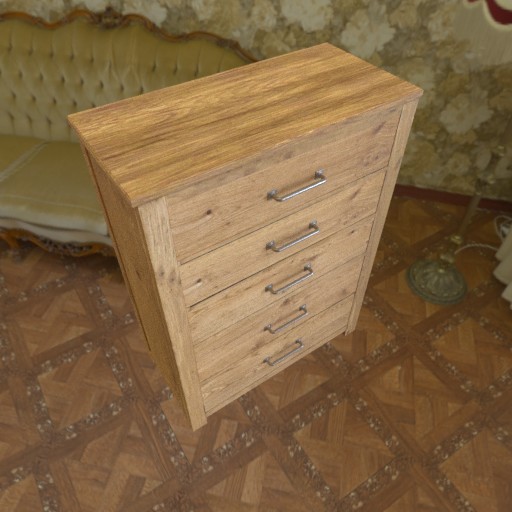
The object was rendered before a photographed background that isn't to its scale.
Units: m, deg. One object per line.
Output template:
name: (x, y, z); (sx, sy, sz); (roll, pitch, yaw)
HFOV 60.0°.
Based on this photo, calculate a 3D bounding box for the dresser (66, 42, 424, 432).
dresser: (0.000, 0.000, 1.967); (1.081, 1.431, 0.558); (-26, 51, -23)
